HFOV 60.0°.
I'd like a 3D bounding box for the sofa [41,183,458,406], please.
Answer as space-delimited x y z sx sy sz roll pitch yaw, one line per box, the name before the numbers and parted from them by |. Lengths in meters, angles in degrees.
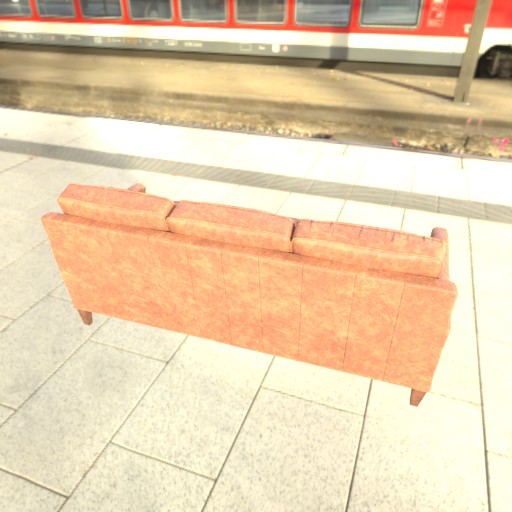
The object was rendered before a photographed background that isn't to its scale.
sofa | 0.000 0.000 2.767 2.246 1.003 1.084 10 34 15
